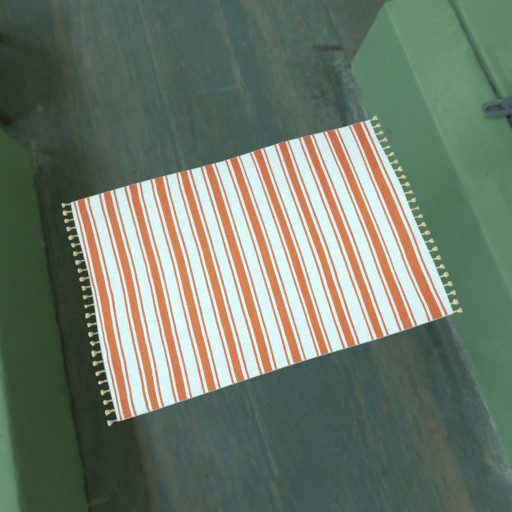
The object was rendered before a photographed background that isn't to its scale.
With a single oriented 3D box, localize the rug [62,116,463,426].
[{"bbox_3d":[0.000,0.000,3.051,2.433,0.022,1.556,-17,75,-5],"label":"rug"}]
